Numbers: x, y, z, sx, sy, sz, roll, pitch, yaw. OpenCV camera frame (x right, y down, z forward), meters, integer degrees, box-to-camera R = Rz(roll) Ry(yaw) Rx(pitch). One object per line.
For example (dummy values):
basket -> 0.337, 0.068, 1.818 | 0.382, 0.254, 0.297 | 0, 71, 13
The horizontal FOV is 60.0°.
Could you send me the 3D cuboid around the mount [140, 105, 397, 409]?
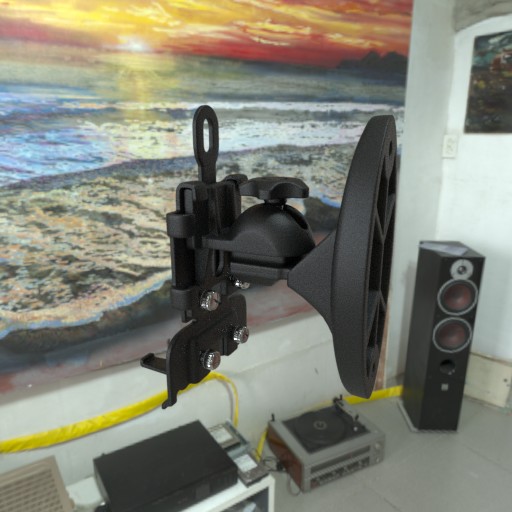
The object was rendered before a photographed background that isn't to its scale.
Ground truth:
mount -> 0.000, 0.000, 0.181 | 0.100, 0.118, 0.066 | 7, 17, 25
